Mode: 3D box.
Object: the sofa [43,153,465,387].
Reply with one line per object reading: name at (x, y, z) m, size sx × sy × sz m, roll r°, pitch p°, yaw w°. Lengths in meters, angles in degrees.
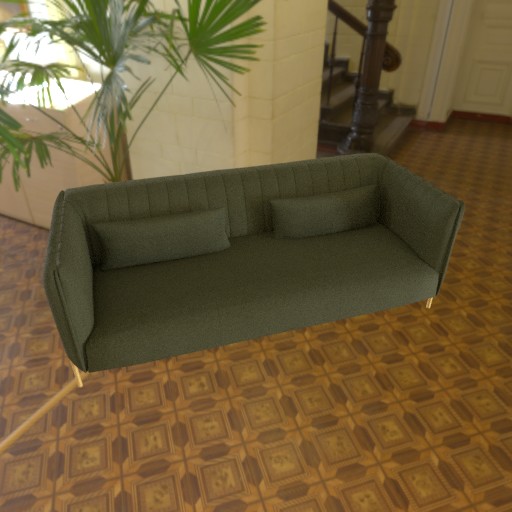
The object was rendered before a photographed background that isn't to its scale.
sofa at (0.000, 0.000, 2.583) m, size 2.137 × 0.793 × 0.896 m, roll -10°, pitch 34°, yaw -15°
